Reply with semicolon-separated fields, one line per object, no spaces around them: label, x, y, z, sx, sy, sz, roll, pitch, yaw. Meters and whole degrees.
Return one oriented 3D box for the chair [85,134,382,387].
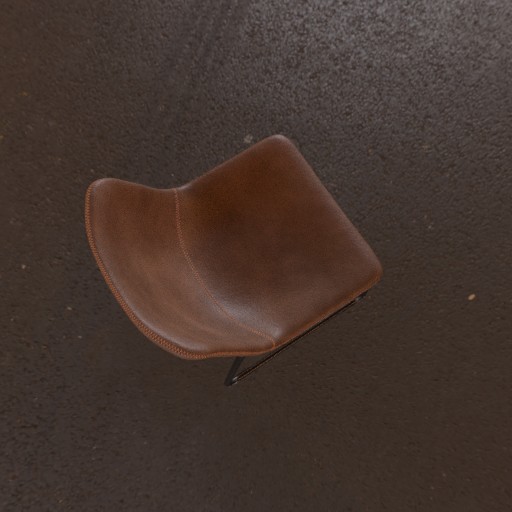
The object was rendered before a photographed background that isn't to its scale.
chair;0.000;0.000;1.099;0.551;0.780;0.460;-32;77;-8
